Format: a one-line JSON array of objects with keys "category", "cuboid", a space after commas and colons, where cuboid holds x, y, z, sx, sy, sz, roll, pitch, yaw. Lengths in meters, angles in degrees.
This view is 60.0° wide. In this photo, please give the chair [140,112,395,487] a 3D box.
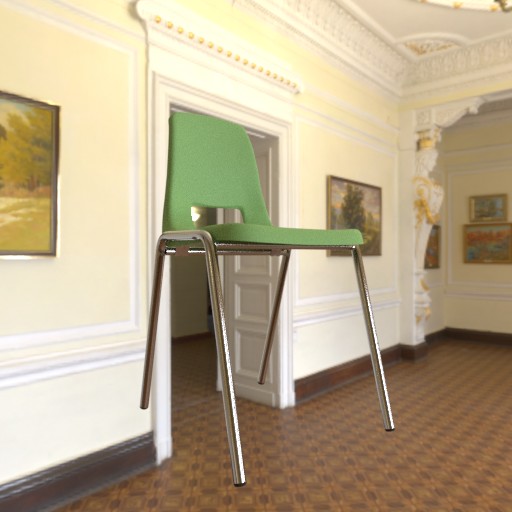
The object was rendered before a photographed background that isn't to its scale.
[{"category": "chair", "cuboid": [0.000, 0.000, 0.950, 0.381, 0.704, 0.436, 0, 0, -36]}]
